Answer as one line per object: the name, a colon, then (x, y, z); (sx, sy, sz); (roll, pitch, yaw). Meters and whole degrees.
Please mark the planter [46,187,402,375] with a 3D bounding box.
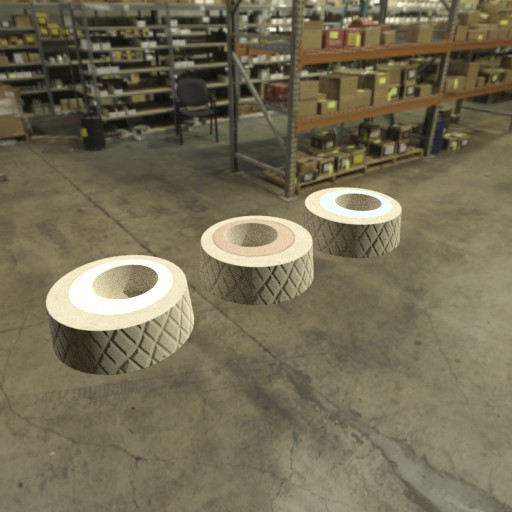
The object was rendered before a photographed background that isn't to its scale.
planter: (0.000, 0.000, 0.435); (0.390, 0.038, 0.114); (-21, 36, -33)
